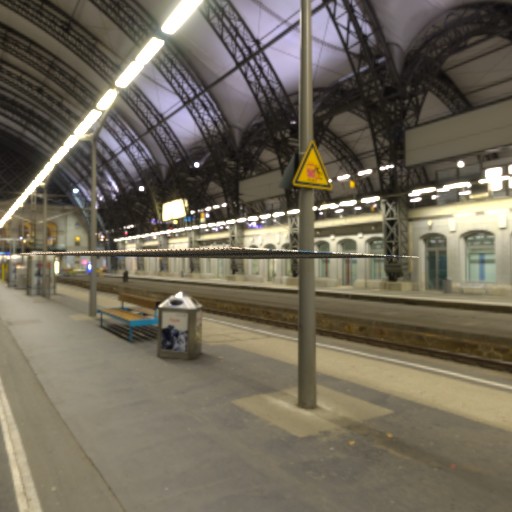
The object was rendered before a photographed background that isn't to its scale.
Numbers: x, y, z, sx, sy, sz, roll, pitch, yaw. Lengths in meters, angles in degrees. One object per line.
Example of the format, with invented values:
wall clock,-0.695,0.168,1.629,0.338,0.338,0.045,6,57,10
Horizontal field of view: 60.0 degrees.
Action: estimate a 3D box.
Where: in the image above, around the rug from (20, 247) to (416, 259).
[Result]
rug,0.000,0.000,3.050,1.532,0.010,2.441,-1,-1,36
